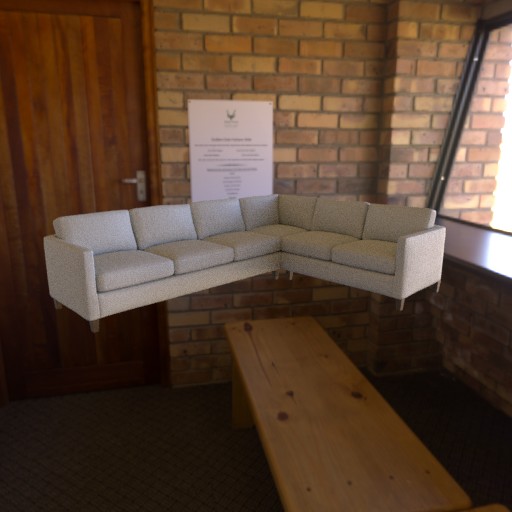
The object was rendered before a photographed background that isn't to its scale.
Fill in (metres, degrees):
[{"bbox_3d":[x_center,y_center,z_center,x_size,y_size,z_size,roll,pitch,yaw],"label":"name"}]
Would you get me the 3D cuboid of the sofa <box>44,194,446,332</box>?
[{"bbox_3d":[0.000,0.000,4.533,3.333,0.934,2.522,-13,19,-43],"label":"sofa"}]
